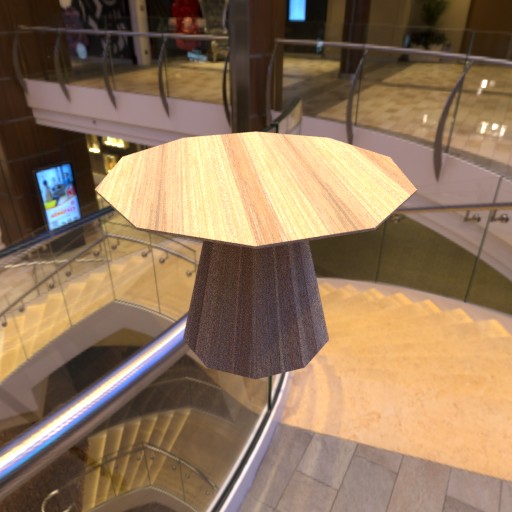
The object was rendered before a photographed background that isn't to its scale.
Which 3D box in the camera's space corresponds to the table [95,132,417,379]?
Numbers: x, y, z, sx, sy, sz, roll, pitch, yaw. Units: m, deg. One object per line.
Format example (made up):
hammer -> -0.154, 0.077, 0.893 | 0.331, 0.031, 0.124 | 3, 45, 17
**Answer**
table -> 0.000, 0.000, 1.901 | 1.186, 0.752, 1.186 | 0, 30, 0
